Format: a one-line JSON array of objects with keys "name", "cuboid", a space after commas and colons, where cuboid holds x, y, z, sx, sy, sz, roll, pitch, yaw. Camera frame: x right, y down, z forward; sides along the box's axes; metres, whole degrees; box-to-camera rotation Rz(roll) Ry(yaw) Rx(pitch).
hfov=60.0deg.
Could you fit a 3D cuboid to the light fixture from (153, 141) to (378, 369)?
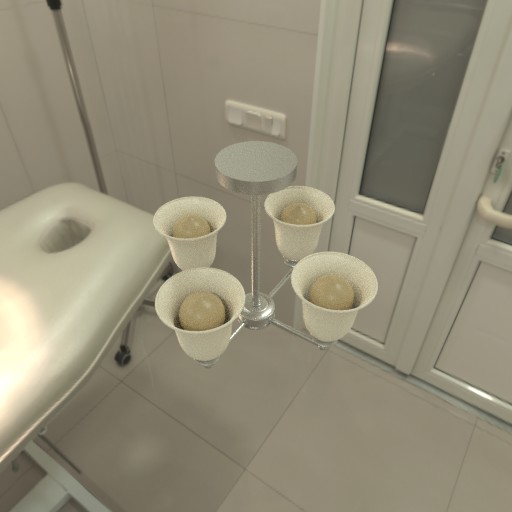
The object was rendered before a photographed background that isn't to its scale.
[{"name": "light fixture", "cuboid": [0.000, 0.000, 0.766, 0.427, 0.370, 0.427, 24, 46, 25]}]
